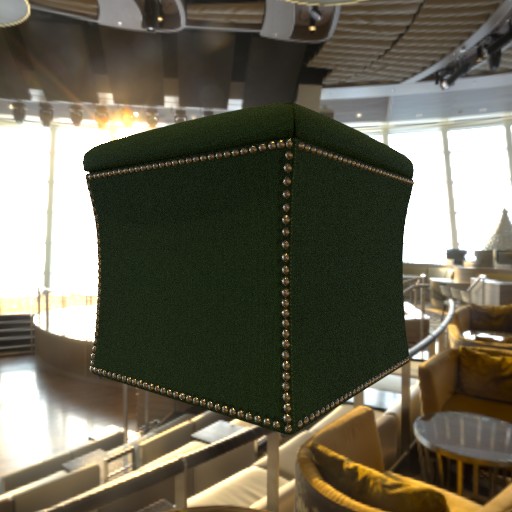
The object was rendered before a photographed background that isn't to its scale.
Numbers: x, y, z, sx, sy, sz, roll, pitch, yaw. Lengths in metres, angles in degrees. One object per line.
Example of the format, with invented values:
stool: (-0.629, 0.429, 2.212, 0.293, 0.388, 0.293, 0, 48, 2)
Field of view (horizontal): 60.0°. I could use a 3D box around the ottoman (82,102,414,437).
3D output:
ottoman: (0.000, 0.000, 0.904, 0.507, 0.475, 0.497, 1, 2, 38)
